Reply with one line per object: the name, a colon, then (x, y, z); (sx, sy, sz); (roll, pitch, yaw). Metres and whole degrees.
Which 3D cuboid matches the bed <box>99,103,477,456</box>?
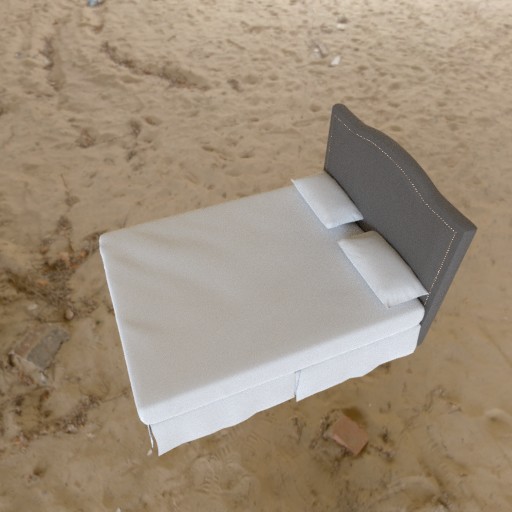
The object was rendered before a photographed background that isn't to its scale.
bed: (0.000, 0.000, 3.431); (2.282, 1.436, 1.821); (-16, 49, -15)
